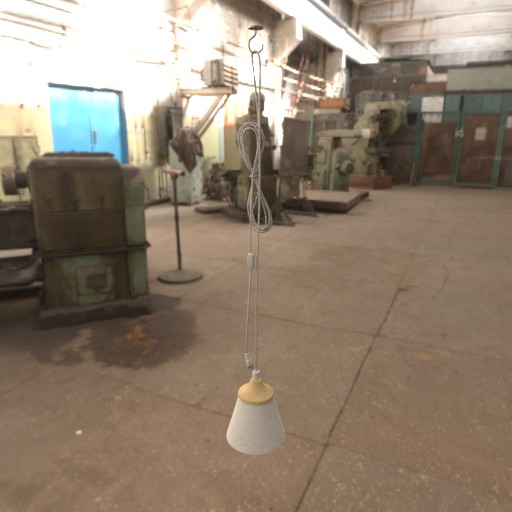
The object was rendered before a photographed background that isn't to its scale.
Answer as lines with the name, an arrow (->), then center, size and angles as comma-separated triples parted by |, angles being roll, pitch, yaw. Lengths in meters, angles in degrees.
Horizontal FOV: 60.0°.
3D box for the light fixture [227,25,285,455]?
light fixture -> 0.000, 0.000, 1.029 | 0.153, 0.966, 0.153 | 8, 17, 26
